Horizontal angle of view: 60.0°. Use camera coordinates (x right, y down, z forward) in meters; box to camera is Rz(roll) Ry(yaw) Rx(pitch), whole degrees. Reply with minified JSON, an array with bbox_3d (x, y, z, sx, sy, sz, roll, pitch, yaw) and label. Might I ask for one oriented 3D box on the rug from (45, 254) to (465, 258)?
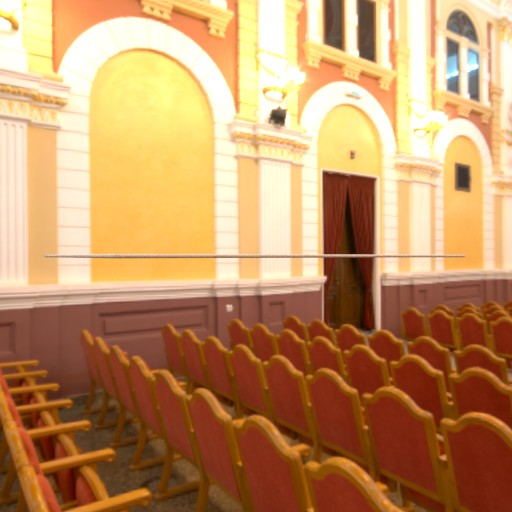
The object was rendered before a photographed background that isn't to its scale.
[{"bbox_3d":[0.000,0.000,2.308,1.829,0.013,1.219,0,0,-34],"label":"rug"}]
